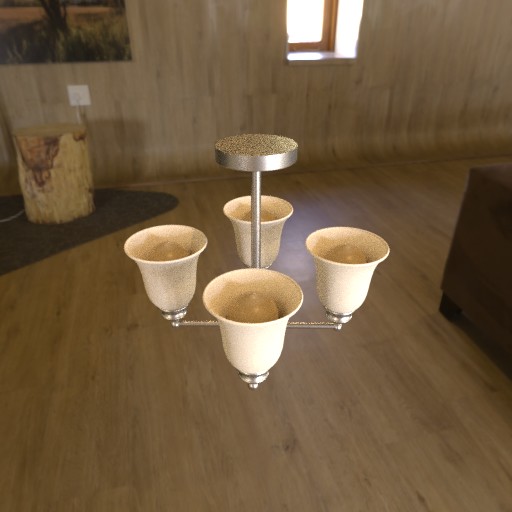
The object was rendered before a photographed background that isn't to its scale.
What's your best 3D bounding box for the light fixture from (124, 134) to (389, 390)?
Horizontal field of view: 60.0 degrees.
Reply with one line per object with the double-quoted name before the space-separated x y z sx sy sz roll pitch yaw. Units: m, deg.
"light fixture" 0.000 0.000 0.732 0.427 0.370 0.427 1 29 1
